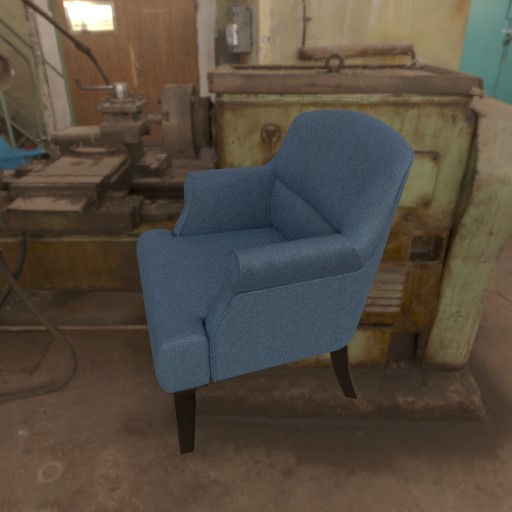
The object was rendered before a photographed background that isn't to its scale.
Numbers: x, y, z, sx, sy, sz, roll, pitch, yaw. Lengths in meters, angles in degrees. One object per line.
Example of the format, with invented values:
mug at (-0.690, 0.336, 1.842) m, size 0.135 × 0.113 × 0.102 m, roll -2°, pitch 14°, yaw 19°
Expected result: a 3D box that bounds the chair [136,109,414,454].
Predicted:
chair at (0.000, 0.000, 1.475) m, size 0.754 × 0.878 × 0.770 m, roll -8°, pitch 29°, yaw -15°
